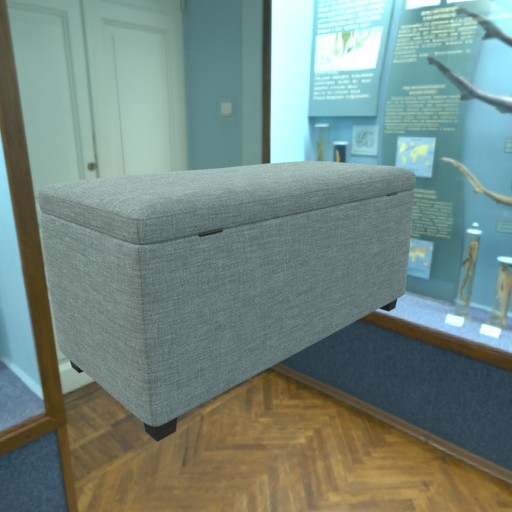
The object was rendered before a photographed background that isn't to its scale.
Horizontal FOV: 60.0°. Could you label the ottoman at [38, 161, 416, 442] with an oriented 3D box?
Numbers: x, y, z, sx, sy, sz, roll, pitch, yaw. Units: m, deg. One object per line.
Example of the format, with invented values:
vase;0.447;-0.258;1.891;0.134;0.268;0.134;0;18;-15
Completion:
ottoman;0.000;0.000;1.122;0.902;0.432;0.419;-16;23;-43
